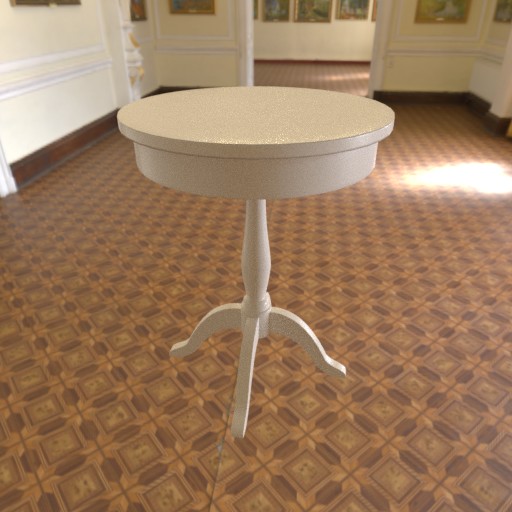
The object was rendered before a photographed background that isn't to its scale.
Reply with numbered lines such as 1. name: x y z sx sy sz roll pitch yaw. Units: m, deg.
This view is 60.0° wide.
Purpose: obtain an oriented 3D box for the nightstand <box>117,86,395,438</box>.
1. nightstand: 0.000 0.000 1.007 0.513 0.653 0.513 10 31 17
